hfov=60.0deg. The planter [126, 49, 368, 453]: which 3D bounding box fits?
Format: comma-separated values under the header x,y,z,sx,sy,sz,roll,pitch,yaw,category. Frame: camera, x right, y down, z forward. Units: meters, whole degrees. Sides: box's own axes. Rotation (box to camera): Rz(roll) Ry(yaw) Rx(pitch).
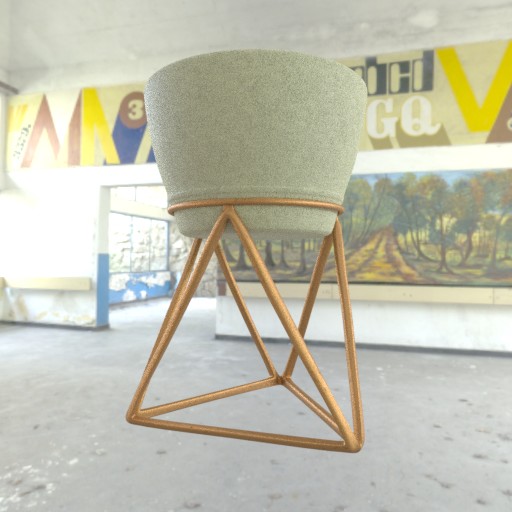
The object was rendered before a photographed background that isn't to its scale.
x,y,z,sx,sy,sz,roll,pitch,yaw,category
0.000,0.000,0.712,0.350,0.504,0.350,0,0,17,planter
